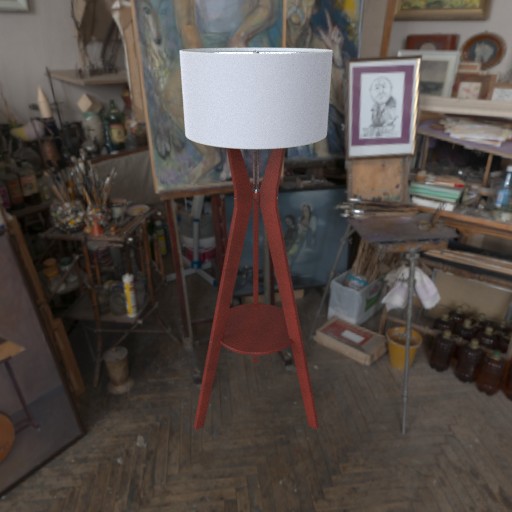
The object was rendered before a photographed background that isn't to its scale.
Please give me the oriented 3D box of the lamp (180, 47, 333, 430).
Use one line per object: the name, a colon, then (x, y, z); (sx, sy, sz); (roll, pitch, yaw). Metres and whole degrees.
lamp: (0.000, 0.000, 1.744); (0.539, 1.472, 0.542); (0, 27, 0)
